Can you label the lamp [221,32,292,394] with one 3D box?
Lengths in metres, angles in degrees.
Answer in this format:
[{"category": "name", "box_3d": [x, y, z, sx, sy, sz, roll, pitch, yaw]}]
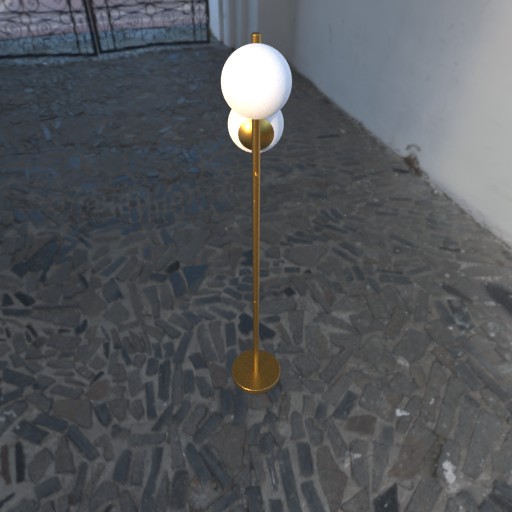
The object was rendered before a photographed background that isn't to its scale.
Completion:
[{"category": "lamp", "box_3d": [0.000, 0.000, 1.756, 0.249, 1.641, 0.419, 0, 42, 0]}]
